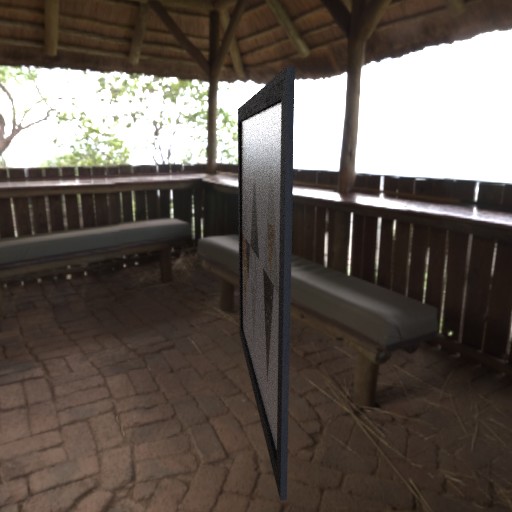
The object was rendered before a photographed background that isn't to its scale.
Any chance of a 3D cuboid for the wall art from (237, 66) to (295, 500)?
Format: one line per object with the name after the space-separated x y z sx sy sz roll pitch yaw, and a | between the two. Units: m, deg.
0.000 0.000 1.201 0.013 0.823 0.823 -2 14 -8 | wall art
